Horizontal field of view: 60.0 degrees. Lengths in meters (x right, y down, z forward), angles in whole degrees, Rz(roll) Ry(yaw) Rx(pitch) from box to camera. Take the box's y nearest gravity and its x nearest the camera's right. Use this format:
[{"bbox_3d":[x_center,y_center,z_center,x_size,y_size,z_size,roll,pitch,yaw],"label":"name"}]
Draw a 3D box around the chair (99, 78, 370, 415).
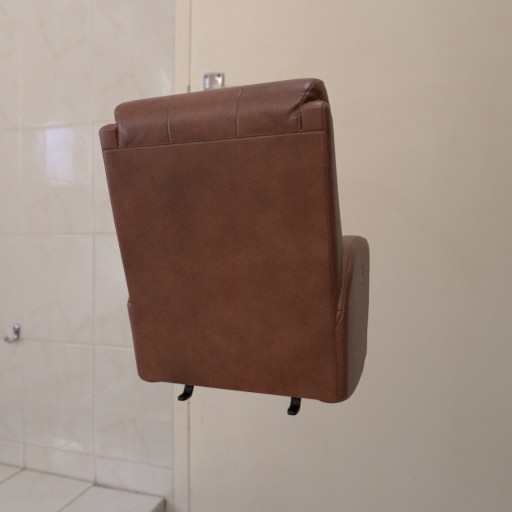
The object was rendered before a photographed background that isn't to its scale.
[{"bbox_3d":[0.000,0.000,1.699,0.787,1.016,0.939,0,1,20],"label":"chair"}]
